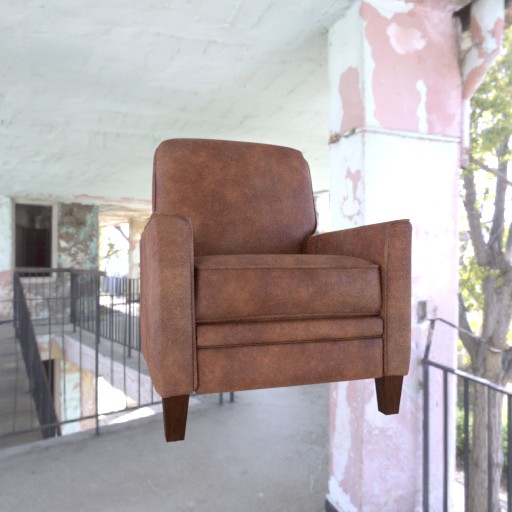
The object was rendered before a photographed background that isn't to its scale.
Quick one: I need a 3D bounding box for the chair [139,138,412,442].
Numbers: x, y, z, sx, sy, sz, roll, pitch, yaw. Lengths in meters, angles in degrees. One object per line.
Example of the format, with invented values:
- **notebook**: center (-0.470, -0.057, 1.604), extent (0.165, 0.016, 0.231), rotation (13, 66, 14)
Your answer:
- **chair**: center (0.000, 0.000, 1.687), extent (0.843, 1.043, 0.836), rotation (0, 0, -17)
